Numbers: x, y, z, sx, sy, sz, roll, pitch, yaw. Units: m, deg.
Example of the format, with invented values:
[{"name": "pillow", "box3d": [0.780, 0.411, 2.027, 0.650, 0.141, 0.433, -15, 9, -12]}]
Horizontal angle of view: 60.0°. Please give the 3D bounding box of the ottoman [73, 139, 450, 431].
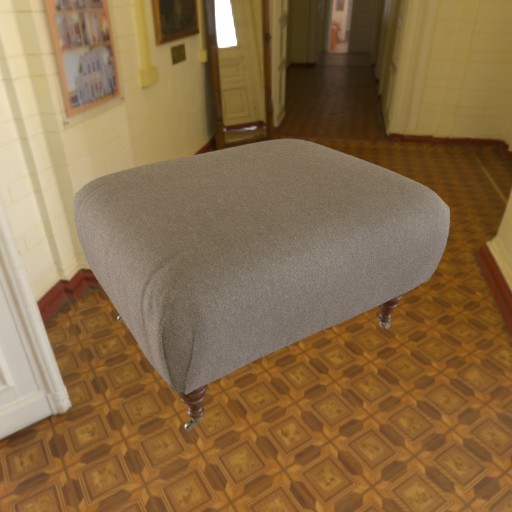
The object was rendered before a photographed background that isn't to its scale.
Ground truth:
[{"name": "ottoman", "box3d": [0.000, 0.000, 1.121, 0.747, 0.450, 0.622, -19, 35, -28]}]
